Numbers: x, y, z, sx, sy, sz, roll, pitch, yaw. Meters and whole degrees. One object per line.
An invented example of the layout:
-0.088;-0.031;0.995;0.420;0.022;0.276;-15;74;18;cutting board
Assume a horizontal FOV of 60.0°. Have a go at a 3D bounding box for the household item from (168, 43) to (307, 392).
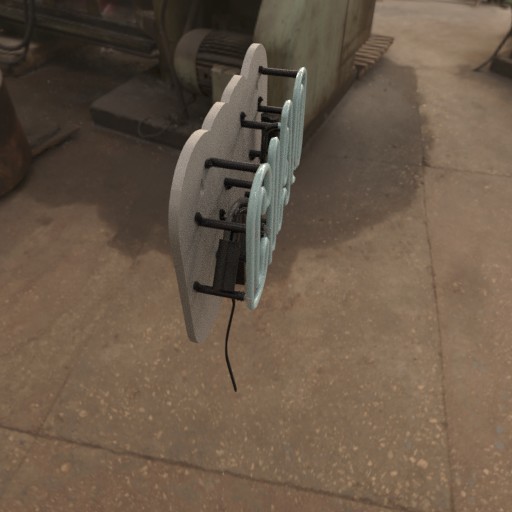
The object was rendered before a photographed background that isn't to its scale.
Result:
0.000;0.000;0.380;0.042;0.294;0.211;10;46;10;household item
